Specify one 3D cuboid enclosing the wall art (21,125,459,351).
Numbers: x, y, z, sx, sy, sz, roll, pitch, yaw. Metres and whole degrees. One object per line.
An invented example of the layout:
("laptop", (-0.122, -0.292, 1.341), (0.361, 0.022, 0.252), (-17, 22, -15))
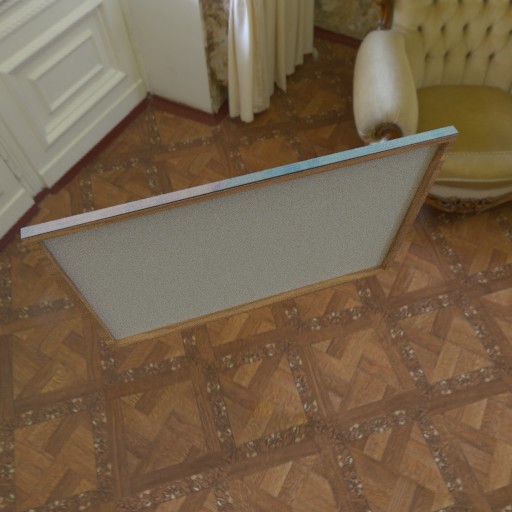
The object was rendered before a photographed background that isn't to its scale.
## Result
("wall art", (0.000, 0.000, 1.434), (1.137, 0.756, 0.034), (-15, 60, -9))
